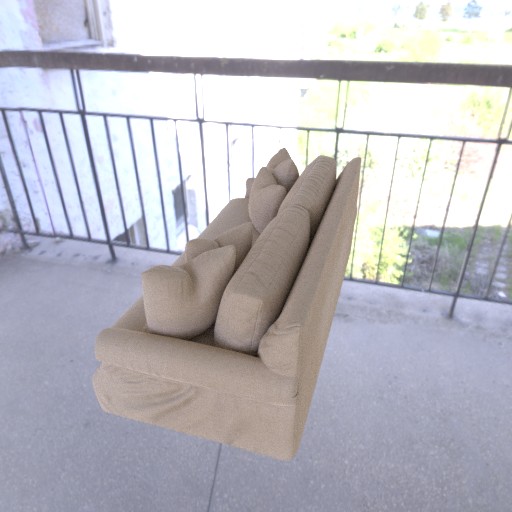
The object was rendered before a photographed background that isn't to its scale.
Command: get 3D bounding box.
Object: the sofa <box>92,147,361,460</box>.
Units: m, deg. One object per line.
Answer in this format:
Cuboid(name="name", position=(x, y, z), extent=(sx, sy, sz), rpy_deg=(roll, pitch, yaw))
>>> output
Cuboid(name="sofa", position=(0.000, 0.000, 2.832), extent=(1.067, 0.904, 2.285), rpy_deg=(9, 31, 15))
